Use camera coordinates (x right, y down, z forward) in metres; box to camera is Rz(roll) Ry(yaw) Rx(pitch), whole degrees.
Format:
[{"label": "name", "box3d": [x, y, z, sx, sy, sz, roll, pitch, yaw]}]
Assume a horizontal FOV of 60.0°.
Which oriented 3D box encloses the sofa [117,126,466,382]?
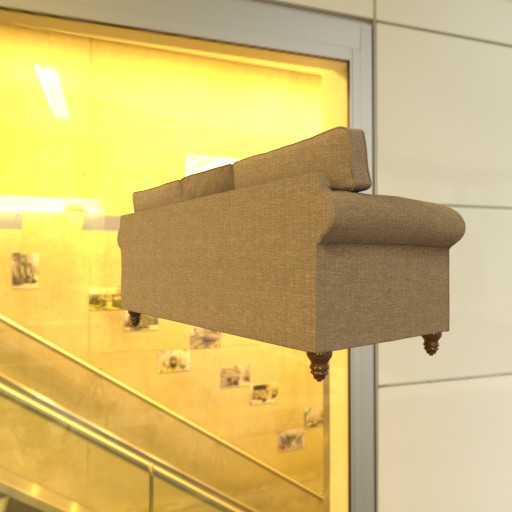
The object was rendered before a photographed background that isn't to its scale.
[{"label": "sofa", "box3d": [0.000, 0.000, 2.597, 0.916, 0.961, 2.084, 1, -1, -37]}]
